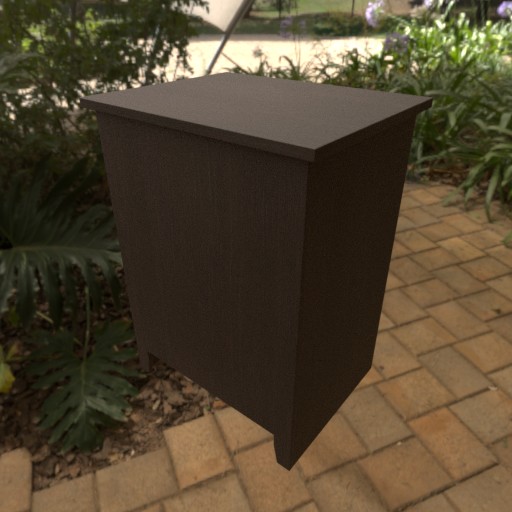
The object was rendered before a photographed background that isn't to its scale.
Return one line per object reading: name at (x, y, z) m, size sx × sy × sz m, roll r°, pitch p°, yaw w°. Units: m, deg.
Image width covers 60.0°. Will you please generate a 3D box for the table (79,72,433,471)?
table at (0.000, 0.000, 0.926) m, size 0.480 × 0.635 × 0.381 m, roll 22°, pitch 37°, yaw 33°
